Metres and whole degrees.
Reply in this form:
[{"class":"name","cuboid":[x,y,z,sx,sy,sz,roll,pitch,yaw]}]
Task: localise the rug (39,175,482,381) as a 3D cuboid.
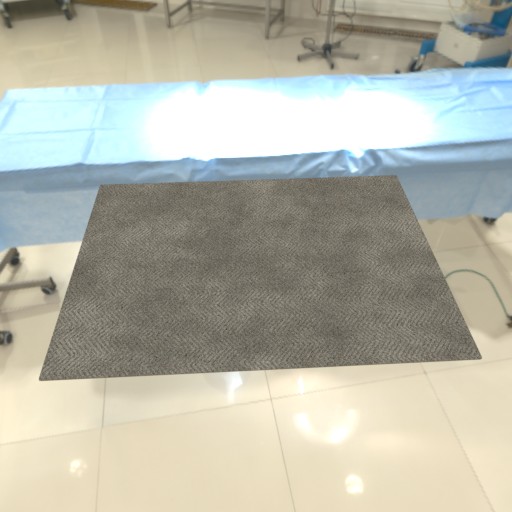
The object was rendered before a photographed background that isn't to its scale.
[{"class":"rug","cuboid":[0.000,0.000,2.783,2.235,0.008,1.600,-2,46,-2]}]
